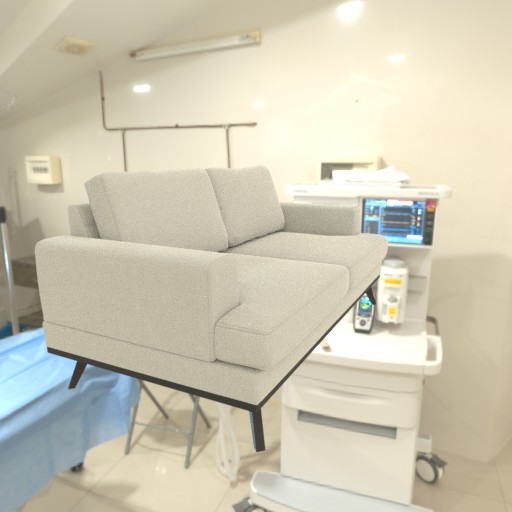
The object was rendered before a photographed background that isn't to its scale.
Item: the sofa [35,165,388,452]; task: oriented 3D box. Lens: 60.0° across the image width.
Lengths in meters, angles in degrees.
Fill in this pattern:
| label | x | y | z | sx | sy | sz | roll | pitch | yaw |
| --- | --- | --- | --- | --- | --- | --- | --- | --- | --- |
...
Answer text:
| label | x | y | z | sx | sy | sz | roll | pitch | yaw |
| --- | --- | --- | --- | --- | --- | --- | --- | --- | --- |
| sofa | 0.000 | 0.000 | 2.089 | 0.920 | 0.810 | 1.650 | 6 | 14 | 26 |
